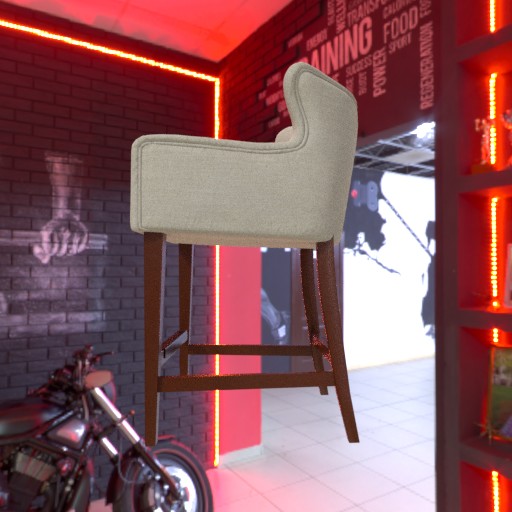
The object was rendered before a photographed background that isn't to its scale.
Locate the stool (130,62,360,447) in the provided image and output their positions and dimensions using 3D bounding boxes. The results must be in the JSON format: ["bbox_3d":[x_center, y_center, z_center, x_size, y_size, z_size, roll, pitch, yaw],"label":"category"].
[{"bbox_3d":[0.000,0.000,1.404,0.637,0.987,0.615,0,-2,0],"label":"stool"}]
